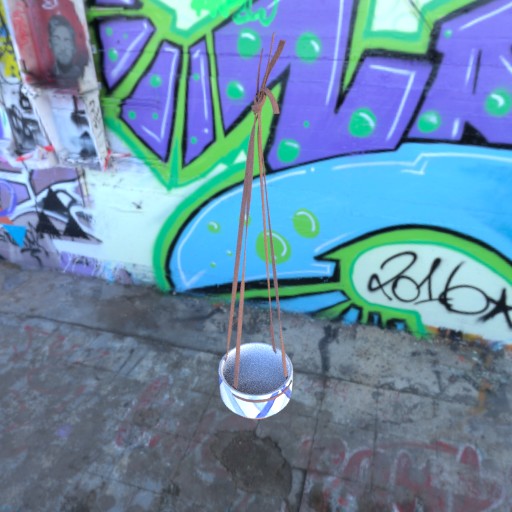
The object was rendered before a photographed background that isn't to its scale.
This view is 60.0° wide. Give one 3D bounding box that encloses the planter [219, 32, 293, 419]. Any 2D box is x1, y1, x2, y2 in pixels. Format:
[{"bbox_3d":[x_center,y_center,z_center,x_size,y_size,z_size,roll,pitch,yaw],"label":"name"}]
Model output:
[{"bbox_3d":[0.000,0.000,0.820,0.166,0.751,0.166,8,33,13],"label":"planter"}]
